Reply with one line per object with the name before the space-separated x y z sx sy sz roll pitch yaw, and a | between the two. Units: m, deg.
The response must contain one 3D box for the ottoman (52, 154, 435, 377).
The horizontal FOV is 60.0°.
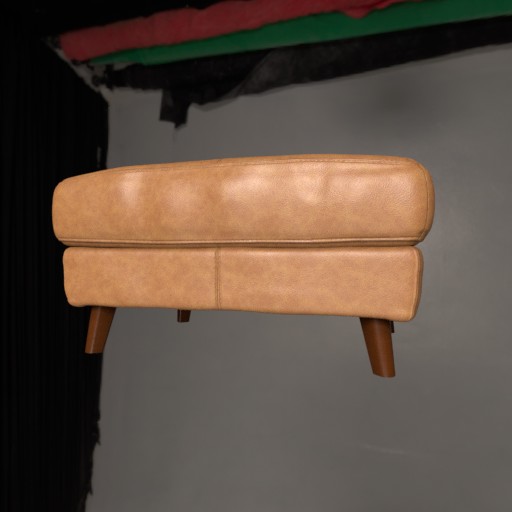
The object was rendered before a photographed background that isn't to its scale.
ottoman | 0.000 0.000 1.204 0.869 0.461 0.630 0 1 17
